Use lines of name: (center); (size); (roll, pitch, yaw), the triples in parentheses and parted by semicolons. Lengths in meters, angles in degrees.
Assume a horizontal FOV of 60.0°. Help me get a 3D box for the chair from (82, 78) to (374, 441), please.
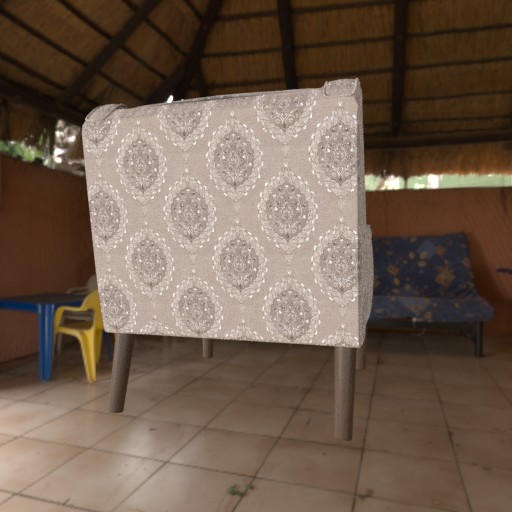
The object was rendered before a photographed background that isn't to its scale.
chair: (0.000, 0.000, 1.327); (0.665, 0.797, 0.750); (0, 1, 17)
